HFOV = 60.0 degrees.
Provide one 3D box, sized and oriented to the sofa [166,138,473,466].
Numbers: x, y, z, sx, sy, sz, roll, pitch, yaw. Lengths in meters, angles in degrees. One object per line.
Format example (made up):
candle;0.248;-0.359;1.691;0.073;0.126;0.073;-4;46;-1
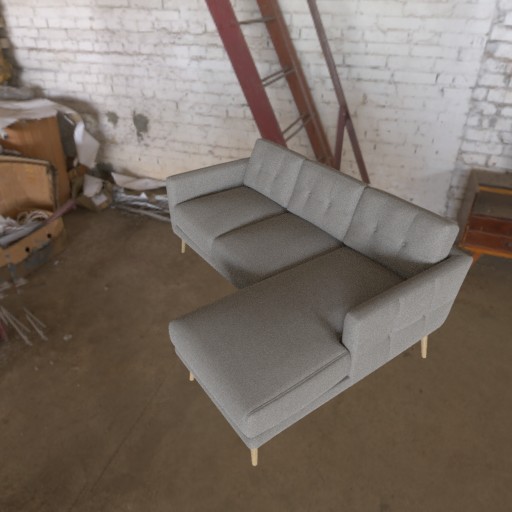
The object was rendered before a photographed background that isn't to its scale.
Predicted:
sofa;0.000;0.000;2.850;1.530;0.860;2.040;-21;38;-29
